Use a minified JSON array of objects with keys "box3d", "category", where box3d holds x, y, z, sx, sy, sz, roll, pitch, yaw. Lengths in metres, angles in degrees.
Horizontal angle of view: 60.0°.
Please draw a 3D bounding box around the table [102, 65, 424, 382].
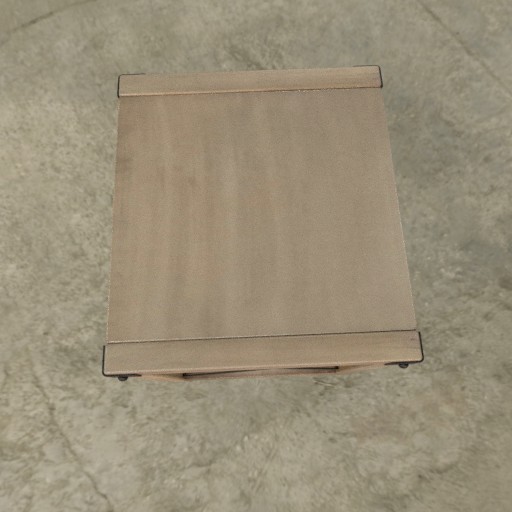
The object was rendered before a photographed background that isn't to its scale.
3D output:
[{"box3d":[0.000,0.000,0.949,0.459,0.561,0.510,-2,73,-1],"category":"table"}]
